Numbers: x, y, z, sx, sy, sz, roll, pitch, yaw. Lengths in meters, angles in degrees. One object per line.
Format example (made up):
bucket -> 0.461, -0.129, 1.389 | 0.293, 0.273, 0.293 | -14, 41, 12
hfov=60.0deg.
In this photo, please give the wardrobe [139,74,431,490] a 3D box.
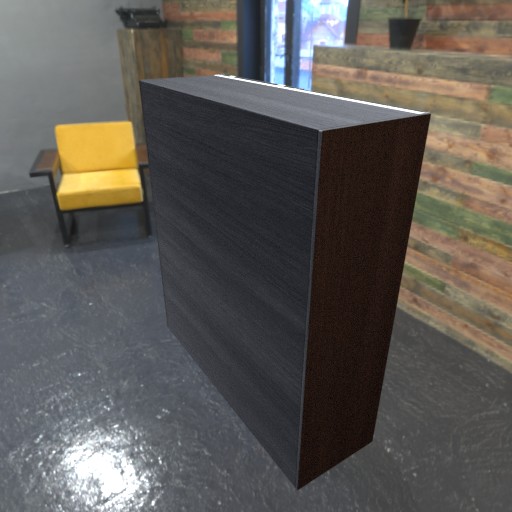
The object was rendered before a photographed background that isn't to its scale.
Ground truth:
wardrobe -> 0.000, 0.000, 2.795 | 0.629, 1.960, 1.780 | -17, 32, -29
